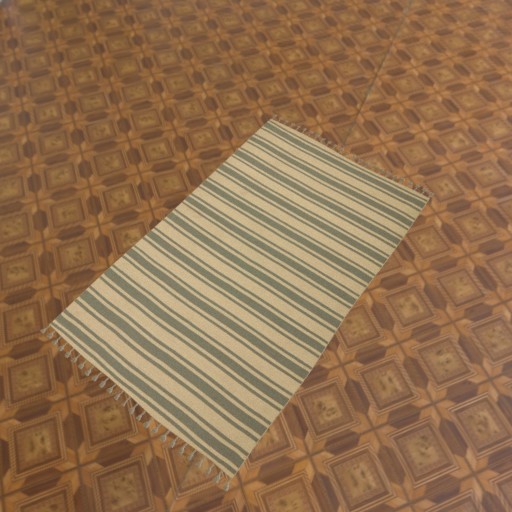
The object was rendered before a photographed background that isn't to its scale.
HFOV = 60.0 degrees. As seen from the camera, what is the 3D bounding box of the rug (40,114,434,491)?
[{"bbox_3d":[0.000,0.000,2.510,1.222,0.009,2.084,32,63,19],"label":"rug"}]
